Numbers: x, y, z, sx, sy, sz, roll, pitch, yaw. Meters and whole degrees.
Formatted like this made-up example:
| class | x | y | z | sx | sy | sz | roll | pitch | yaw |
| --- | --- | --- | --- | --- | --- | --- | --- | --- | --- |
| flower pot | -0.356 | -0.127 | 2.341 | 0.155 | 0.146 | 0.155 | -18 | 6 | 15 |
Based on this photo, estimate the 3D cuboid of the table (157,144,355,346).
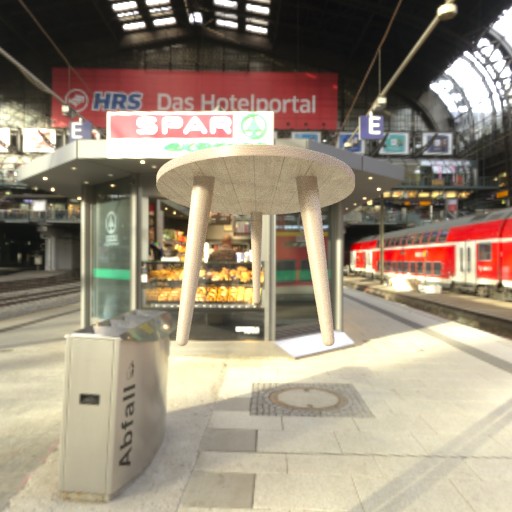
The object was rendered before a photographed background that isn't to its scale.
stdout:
| class | x | y | z | sx | sy | sz | roll | pitch | yaw |
| --- | --- | --- | --- | --- | --- | --- | --- | --- | --- |
| table | 0.000 | 0.000 | 1.324 | 0.542 | 0.390 | 1.083 | 0 | 0 | 0 |
